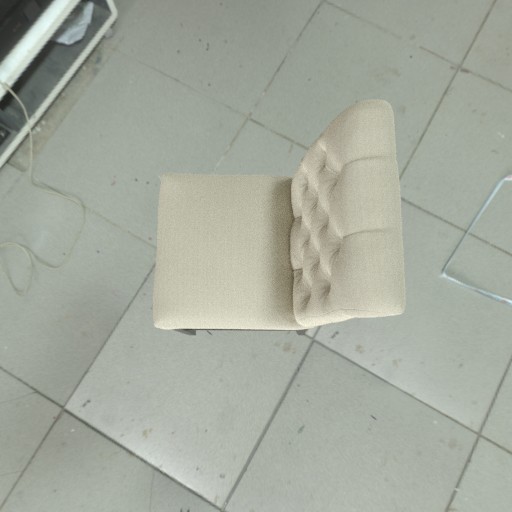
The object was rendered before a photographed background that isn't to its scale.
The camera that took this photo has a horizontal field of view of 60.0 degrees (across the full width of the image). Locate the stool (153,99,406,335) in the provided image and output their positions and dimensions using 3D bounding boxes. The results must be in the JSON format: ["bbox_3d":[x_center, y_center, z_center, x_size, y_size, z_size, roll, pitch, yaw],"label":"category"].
[{"bbox_3d":[0.000,0.000,1.442,0.610,1.118,0.482,0,77,0],"label":"stool"}]
